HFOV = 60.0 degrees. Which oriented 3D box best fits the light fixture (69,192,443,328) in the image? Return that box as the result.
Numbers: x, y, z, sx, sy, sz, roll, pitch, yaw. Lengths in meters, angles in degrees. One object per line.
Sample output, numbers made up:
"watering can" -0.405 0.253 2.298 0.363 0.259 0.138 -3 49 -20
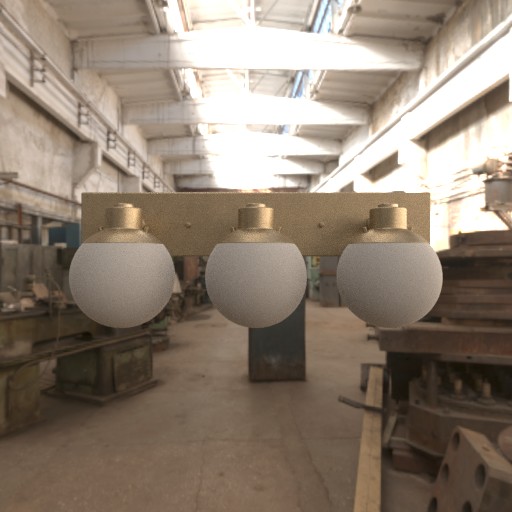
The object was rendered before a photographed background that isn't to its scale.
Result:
"light fixture" 0.000 0.000 0.834 0.721 0.263 0.218 0 0 0
